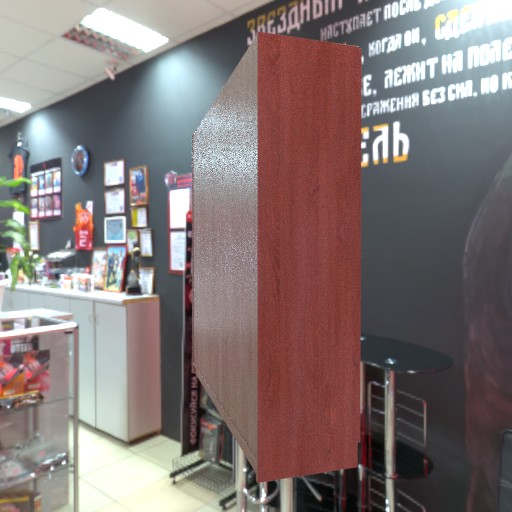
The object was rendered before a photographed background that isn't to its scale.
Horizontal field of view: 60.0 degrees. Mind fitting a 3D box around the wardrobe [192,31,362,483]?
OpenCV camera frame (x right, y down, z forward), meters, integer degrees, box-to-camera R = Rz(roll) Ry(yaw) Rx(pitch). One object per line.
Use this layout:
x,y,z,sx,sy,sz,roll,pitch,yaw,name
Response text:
0.000,0.000,3.157,0.598,2.159,1.998,0,1,-17,wardrobe
